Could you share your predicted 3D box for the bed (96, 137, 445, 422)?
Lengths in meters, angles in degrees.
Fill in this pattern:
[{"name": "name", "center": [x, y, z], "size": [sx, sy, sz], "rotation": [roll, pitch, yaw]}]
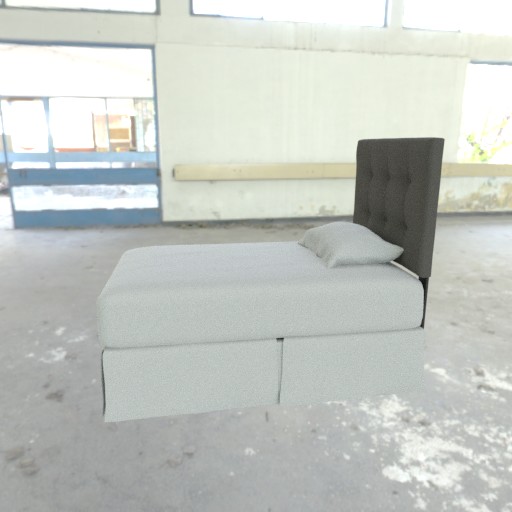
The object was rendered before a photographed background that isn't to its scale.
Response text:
[{"name": "bed", "center": [0.000, 0.000, 3.050], "size": [1.997, 1.571, 1.261], "rotation": [-2, 14, -8]}]
